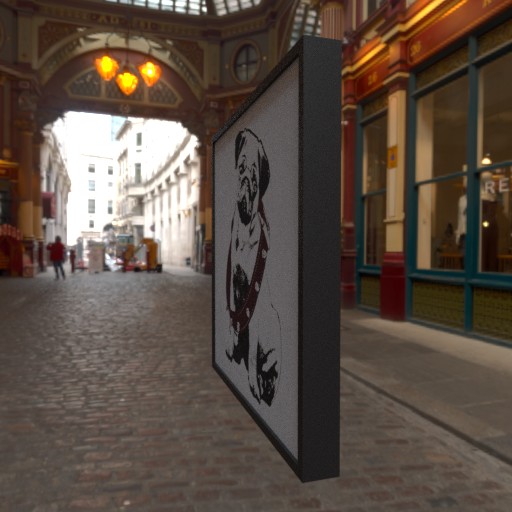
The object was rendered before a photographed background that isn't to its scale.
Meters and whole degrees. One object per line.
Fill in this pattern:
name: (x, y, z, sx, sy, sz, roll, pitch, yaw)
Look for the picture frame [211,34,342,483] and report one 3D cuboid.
picture frame: (0.000, 0.000, 0.469, 0.030, 0.317, 0.317, 0, 2, -17)
